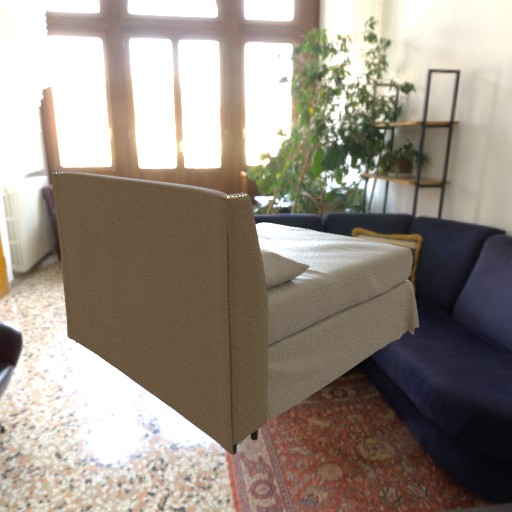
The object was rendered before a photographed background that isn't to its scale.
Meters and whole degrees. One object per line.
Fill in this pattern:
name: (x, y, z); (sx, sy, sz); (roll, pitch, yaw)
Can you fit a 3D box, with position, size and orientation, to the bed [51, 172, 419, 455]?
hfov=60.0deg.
bed: (0.000, 0.000, 3.441); (1.925, 1.332, 2.276); (14, 21, 43)
